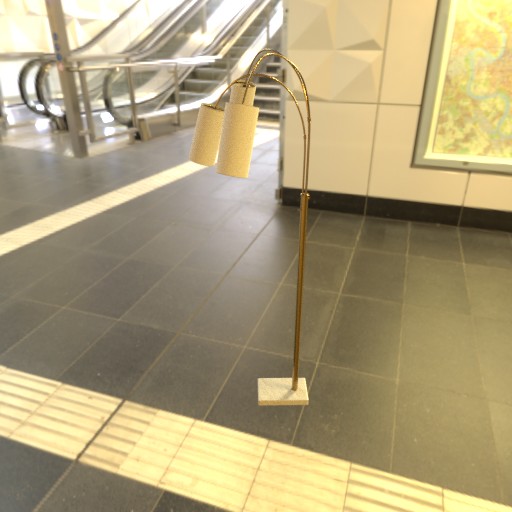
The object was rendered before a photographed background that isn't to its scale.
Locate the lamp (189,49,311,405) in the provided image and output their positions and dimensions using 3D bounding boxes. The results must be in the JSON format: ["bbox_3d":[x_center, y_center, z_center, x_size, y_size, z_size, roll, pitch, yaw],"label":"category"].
[{"bbox_3d":[0.000,0.000,2.444,0.667,2.055,1.020,0,27,-1],"label":"lamp"}]
